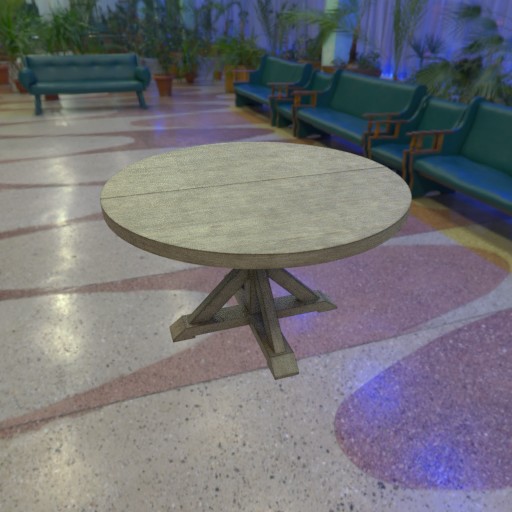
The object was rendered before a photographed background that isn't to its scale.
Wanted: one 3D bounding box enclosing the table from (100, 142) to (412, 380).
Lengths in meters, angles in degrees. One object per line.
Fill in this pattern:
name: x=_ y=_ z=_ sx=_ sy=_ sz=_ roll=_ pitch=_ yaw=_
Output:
table: x=0.000 y=0.000 z=2.214 sx=1.363 sy=0.781 sz=1.363 roll=0 pitch=29 yaw=0
